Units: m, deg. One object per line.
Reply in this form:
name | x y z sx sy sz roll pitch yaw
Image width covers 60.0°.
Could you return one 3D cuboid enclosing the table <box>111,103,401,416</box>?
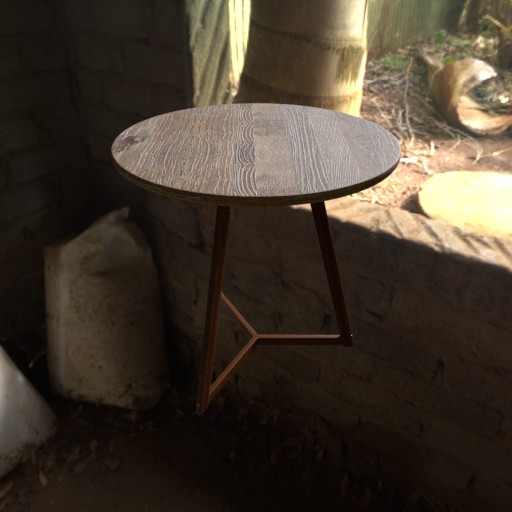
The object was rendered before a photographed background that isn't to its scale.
table | 0.000 0.000 0.924 0.500 0.500 0.500 0 32 0
